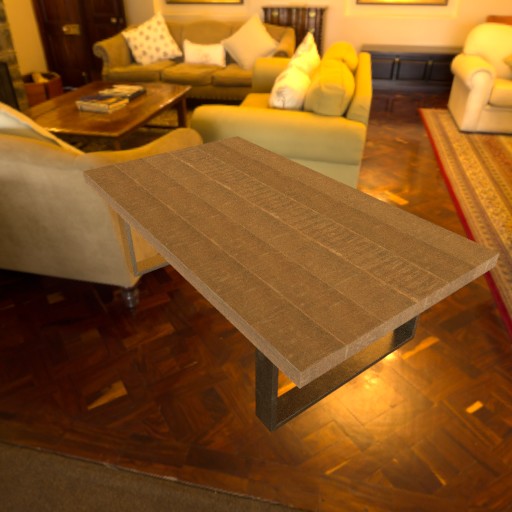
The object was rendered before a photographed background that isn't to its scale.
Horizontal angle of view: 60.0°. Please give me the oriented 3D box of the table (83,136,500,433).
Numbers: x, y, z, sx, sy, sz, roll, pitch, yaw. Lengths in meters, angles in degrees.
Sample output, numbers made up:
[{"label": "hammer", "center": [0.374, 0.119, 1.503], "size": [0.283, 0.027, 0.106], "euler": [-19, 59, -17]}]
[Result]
[{"label": "table", "center": [0.000, 0.000, 1.732], "size": [0.800, 0.440, 1.400], "euler": [-22, 39, -30]}]
